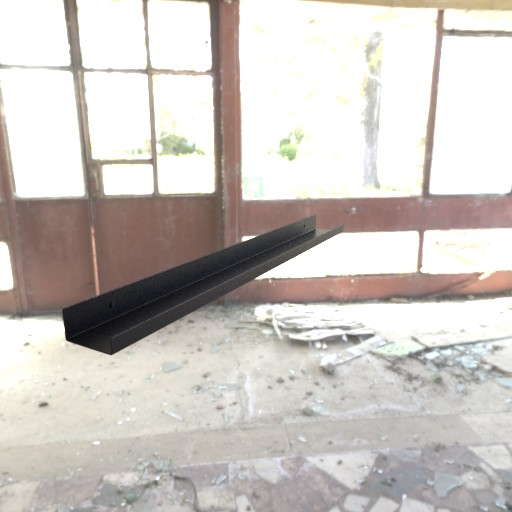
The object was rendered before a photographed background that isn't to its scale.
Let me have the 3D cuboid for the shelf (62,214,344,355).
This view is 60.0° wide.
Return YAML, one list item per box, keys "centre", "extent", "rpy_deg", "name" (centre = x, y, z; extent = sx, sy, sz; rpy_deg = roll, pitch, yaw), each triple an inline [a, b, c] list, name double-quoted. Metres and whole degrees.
- centre: [0.000, 0.000, 0.983]
  extent: [0.092, 0.049, 0.924]
  rpy_deg: [8, 17, 28]
  name: "shelf"
